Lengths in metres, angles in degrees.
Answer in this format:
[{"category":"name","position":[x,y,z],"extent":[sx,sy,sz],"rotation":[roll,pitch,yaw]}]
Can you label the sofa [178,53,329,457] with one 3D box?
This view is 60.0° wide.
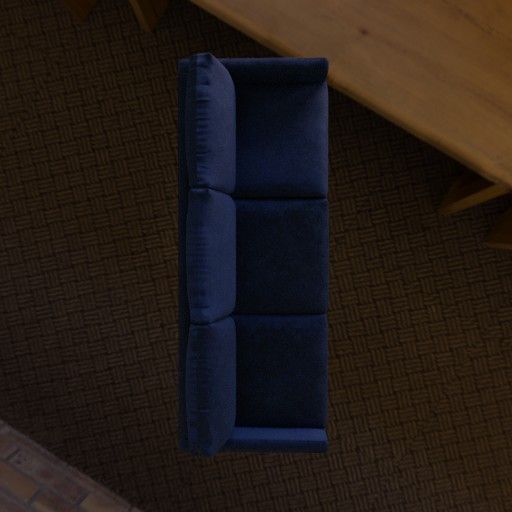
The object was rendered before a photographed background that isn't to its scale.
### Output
[{"category":"sofa","position":[0.000,0.000,2.671],"extent":[0.875,0.879,2.252],"rotation":[0,91,2]}]
